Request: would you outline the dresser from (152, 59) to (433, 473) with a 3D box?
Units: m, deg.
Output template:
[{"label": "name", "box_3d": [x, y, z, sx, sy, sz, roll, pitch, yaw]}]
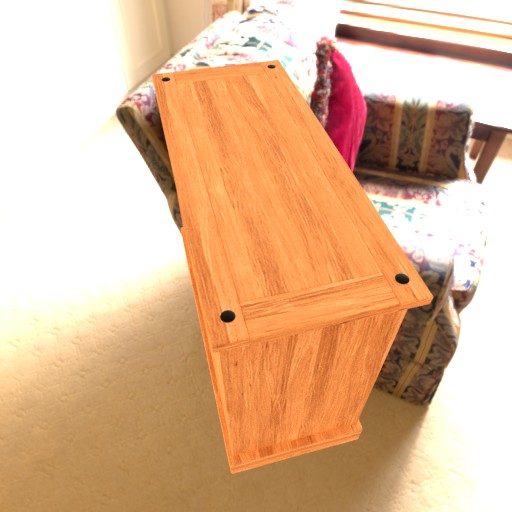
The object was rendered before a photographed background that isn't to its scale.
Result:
[{"label": "dresser", "box_3d": [0.000, 0.000, 1.362, 0.410, 0.740, 0.990, -11, 49, -10]}]
